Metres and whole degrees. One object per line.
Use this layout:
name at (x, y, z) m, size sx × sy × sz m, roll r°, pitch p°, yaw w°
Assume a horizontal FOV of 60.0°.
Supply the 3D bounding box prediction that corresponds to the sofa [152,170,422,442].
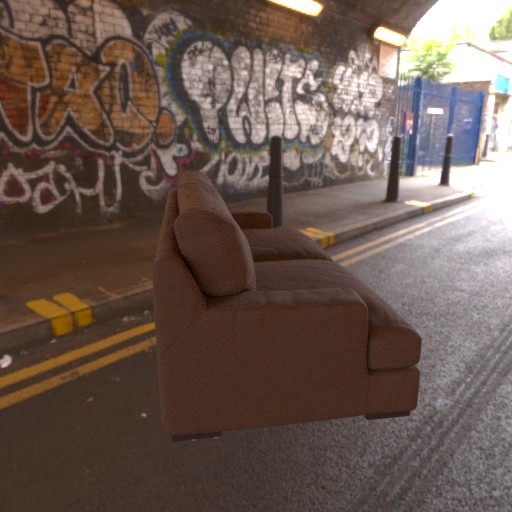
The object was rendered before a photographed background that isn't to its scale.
sofa at (0.000, 0.000, 2.826) m, size 1.140 × 0.950 × 2.274 m, roll -3°, pitch 16°, yaw -9°
